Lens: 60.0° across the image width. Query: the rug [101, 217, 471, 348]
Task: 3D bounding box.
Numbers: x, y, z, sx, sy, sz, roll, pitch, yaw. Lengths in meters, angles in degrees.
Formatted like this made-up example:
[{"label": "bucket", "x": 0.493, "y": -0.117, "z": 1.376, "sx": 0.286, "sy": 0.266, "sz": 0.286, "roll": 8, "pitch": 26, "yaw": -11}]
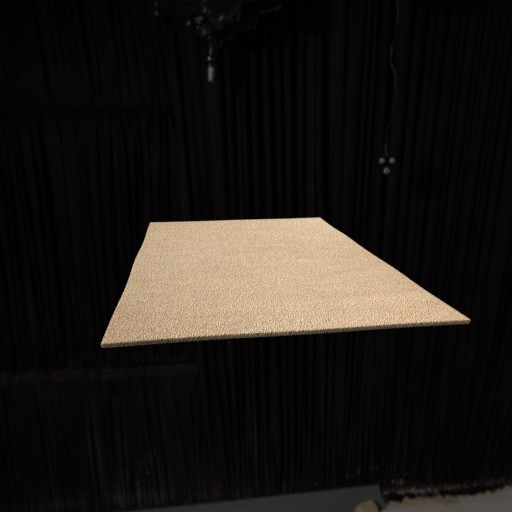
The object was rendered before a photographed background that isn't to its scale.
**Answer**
[{"label": "rug", "x": 0.000, "y": 0.000, "z": 3.398, "sx": 1.800, "sy": 0.025, "sz": 2.699, "roll": -2, "pitch": 16, "yaw": -8}]
